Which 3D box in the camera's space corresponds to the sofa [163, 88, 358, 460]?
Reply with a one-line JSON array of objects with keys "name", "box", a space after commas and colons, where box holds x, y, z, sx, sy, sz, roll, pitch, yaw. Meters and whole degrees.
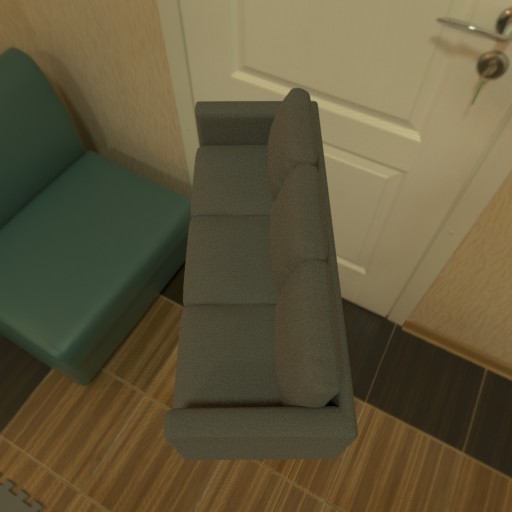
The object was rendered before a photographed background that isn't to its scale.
[{"name": "sofa", "box": [0.000, 0.000, 2.488, 0.802, 0.912, 2.029, 0, 58, 0]}]
